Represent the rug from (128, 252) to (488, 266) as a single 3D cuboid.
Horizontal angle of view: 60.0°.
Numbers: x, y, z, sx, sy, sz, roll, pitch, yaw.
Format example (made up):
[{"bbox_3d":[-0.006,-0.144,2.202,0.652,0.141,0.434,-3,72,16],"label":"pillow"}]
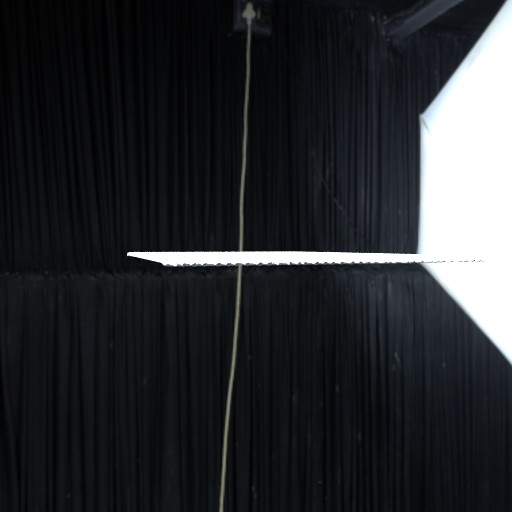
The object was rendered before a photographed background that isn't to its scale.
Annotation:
[{"bbox_3d":[0.000,0.000,2.916,1.494,0.031,2.307,0,1,-20],"label":"rug"}]
